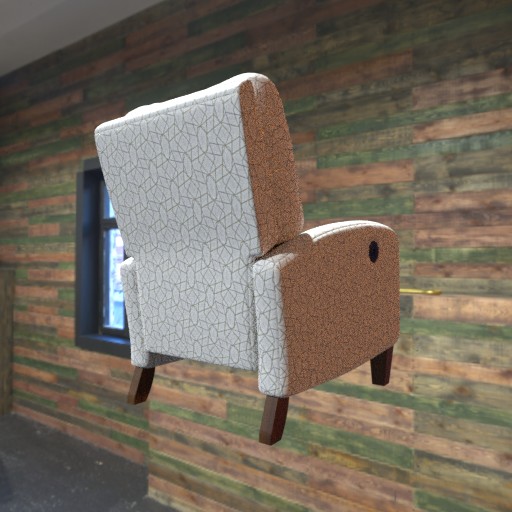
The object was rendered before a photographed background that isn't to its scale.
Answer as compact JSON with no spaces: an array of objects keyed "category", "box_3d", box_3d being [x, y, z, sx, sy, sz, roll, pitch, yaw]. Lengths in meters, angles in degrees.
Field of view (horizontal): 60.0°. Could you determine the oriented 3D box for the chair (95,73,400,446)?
[{"category":"chair","box_3d":[0.000,0.000,1.707,0.796,1.064,0.995,-1,-1,37]}]
